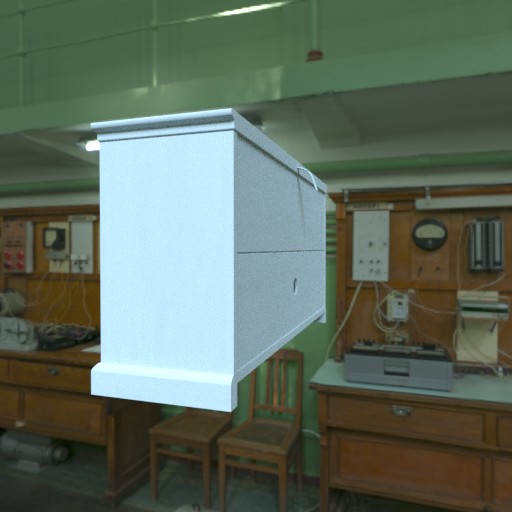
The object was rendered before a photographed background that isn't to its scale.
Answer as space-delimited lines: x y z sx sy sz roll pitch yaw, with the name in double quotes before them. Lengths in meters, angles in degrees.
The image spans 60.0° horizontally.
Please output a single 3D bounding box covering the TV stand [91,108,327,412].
"TV stand" 0.000 0.000 1.513 0.424 0.624 1.187 0 1 18
